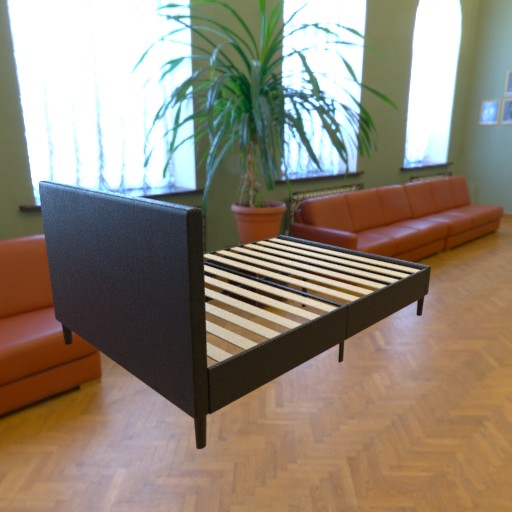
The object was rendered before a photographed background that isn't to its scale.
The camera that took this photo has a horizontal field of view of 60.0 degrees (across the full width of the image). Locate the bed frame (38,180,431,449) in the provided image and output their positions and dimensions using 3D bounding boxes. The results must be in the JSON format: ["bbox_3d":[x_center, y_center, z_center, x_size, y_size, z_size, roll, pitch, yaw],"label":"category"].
[{"bbox_3d":[0.000,0.000,2.962,2.152,1.046,1.469,-15,21,-43],"label":"bed frame"}]
